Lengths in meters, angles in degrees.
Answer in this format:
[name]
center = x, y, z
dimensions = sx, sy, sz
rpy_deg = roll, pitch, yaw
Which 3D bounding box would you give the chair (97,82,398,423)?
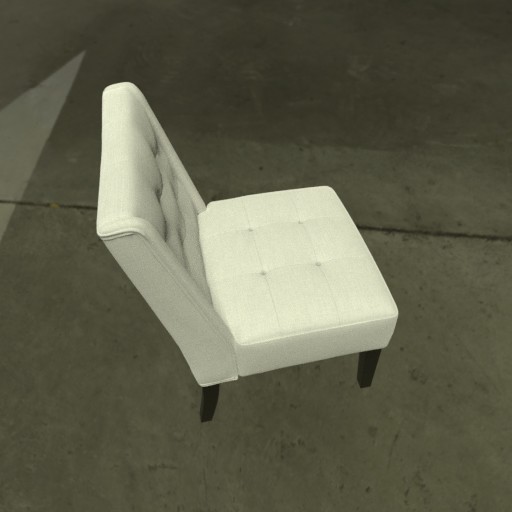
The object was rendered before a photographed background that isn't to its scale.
[chair]
center = 0.000, 0.000, 1.280
dimensions = 0.676, 0.853, 0.569
rpy_deg = -9, 47, -8
